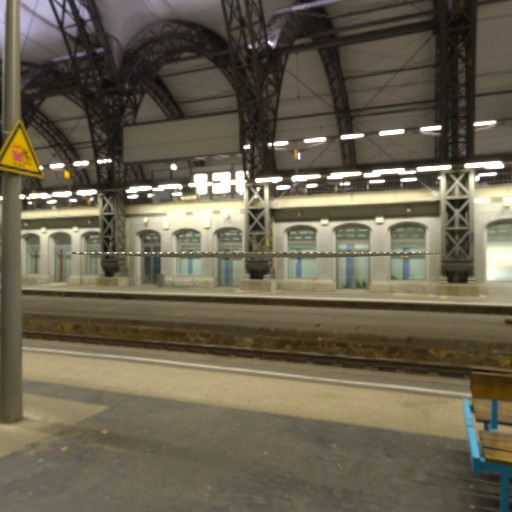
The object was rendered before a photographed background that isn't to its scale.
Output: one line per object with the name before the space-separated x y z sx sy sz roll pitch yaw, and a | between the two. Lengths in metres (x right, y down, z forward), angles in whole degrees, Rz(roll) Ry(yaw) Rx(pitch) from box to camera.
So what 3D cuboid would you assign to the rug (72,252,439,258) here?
rug | 0.000 0.000 3.047 1.524 0.010 2.438 0 -1 0
